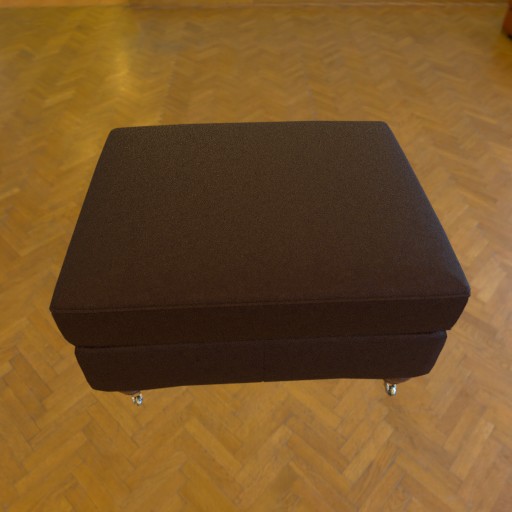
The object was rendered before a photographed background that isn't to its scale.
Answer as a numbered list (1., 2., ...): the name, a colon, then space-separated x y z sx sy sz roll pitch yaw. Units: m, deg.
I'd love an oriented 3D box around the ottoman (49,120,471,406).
1. ottoman: 0.000 0.000 1.756 1.187 0.730 0.967 -2 46 -2
